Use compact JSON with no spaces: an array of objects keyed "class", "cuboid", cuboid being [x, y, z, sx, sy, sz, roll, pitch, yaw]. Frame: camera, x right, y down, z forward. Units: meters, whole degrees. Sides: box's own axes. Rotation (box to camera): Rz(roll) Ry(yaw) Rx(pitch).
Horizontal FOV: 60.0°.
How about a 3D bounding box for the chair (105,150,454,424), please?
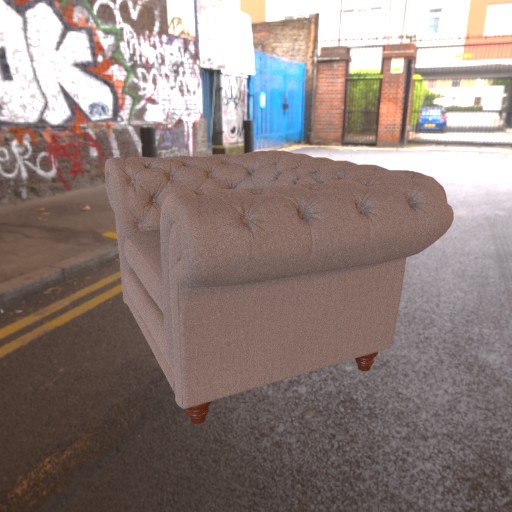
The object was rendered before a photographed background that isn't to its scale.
[{"class":"chair","cuboid":[0.000,0.000,1.845,0.976,0.770,1.270,-9,20,-25]}]
